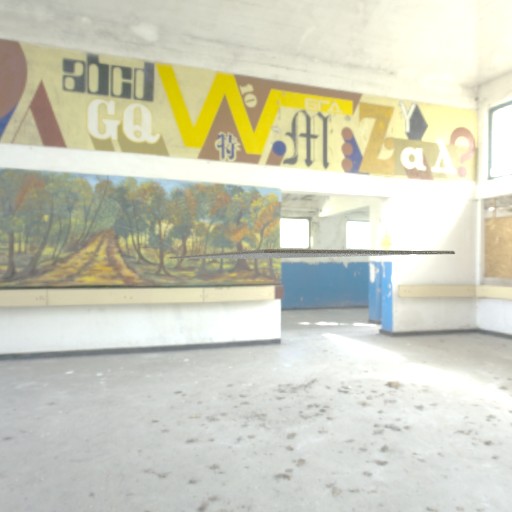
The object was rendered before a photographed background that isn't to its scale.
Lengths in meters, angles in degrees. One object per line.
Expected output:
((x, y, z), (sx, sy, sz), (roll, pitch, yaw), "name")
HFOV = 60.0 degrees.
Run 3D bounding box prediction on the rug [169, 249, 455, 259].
((0.000, 0.000, 1.984), (0.553, 0.012, 1.827), (0, -1, -18), "rug")
